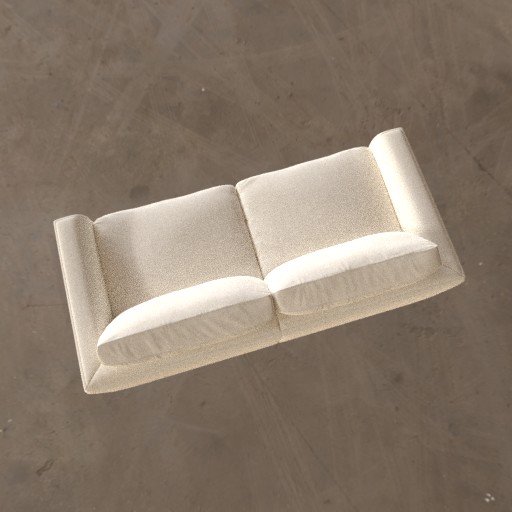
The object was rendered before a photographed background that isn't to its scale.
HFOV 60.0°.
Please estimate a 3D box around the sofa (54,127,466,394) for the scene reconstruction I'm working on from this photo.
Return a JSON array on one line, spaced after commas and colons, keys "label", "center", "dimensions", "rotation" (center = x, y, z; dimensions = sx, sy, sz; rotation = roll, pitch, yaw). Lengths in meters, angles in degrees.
[{"label": "sofa", "center": [0.000, 0.000, 2.740], "dimensions": [2.262, 0.801, 1.070], "rotation": [-16, 76, -4]}]
